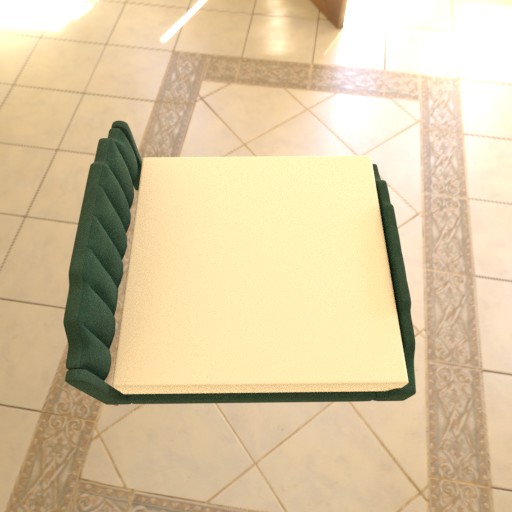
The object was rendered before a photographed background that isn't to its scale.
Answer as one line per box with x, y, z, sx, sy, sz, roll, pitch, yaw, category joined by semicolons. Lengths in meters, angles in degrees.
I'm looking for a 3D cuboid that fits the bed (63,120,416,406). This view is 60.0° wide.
0.000;0.000;3.478;2.340;1.245;2.074;-1;63;0;bed
